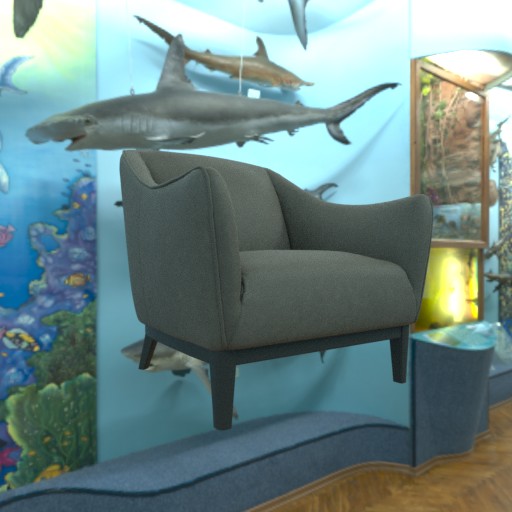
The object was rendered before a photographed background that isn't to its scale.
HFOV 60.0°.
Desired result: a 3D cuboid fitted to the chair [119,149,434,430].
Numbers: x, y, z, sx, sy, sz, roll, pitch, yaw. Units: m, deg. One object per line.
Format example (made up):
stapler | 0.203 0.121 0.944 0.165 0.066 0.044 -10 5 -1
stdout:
chair | 0.000 0.000 1.548 0.871 0.830 0.852 0 0 -35
